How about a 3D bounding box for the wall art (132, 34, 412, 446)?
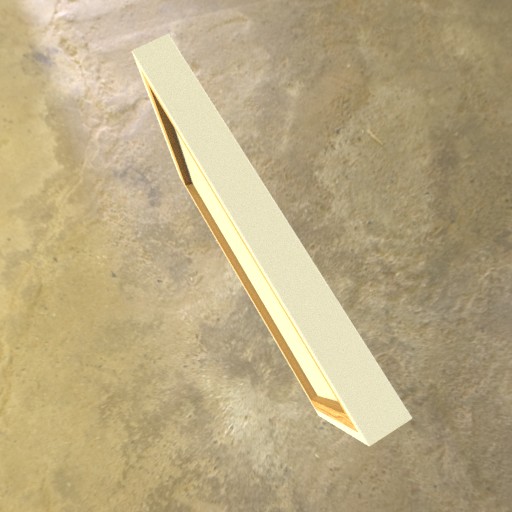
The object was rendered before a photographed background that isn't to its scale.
[{"bbox_3d":[0.000,0.000,0.482,0.038,0.259,0.381,-29,77,-8],"label":"wall art"}]
